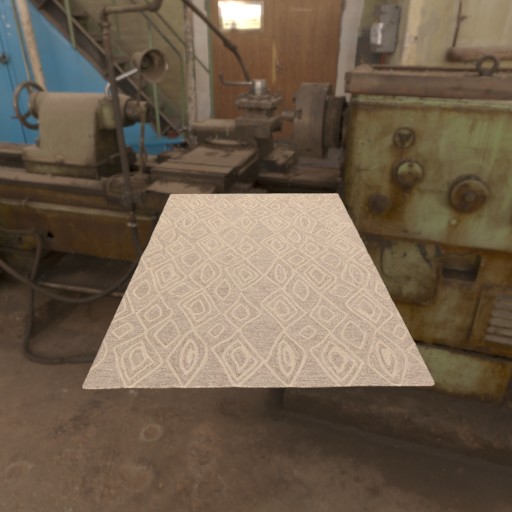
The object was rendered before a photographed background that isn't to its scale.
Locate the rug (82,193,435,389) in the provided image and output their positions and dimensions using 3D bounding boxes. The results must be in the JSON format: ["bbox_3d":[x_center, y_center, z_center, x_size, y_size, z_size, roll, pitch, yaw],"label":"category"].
[{"bbox_3d":[0.000,0.000,2.999,1.546,0.010,2.442,0,28,-1],"label":"rug"}]
